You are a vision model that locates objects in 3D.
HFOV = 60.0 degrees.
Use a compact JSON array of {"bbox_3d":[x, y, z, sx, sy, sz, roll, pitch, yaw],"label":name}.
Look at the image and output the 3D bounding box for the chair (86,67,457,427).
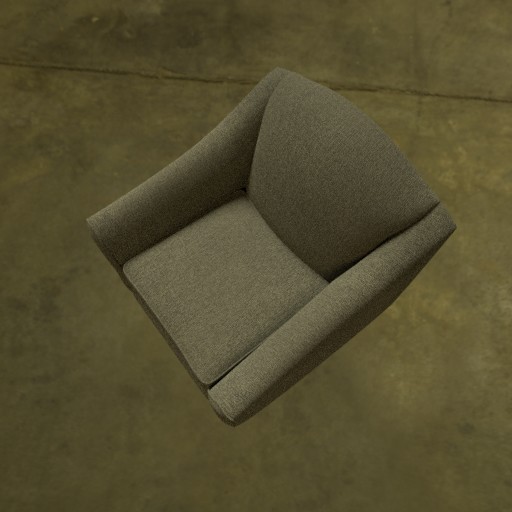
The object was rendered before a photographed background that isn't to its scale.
[{"bbox_3d":[0.000,0.000,1.460,0.787,0.839,0.763,-35,69,-15],"label":"chair"}]
